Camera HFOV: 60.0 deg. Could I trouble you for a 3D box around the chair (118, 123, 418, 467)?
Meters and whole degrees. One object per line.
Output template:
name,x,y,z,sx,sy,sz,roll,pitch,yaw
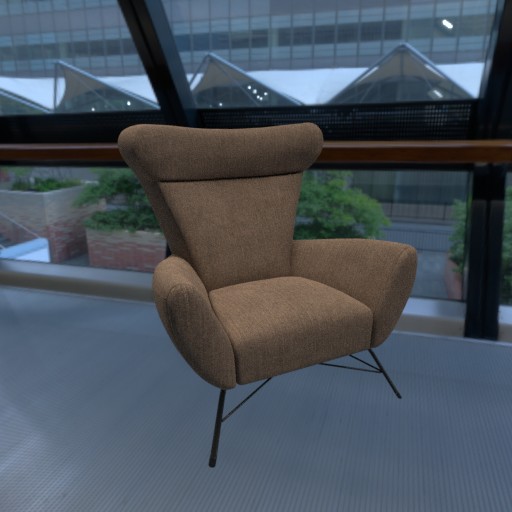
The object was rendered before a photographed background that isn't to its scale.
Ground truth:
chair,0.000,0.000,1.792,0.980,1.040,0.900,-8,18,-26
